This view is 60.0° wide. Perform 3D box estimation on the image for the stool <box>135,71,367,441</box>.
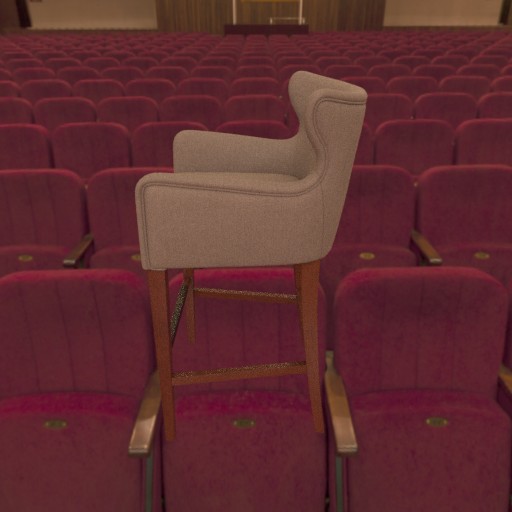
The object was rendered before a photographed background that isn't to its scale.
[{"bbox_3d":[0.000,0.000,1.401,0.575,1.047,0.575,0,27,0],"label":"stool"}]
